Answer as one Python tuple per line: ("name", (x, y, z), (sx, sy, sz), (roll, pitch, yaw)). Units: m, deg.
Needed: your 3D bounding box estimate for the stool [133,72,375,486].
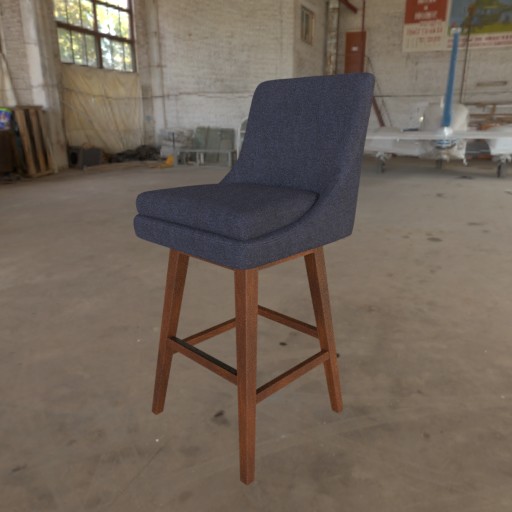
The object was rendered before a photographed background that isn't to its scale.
("stool", (0.000, 0.000, 1.371), (0.489, 1.068, 0.572), (16, 23, 42))
